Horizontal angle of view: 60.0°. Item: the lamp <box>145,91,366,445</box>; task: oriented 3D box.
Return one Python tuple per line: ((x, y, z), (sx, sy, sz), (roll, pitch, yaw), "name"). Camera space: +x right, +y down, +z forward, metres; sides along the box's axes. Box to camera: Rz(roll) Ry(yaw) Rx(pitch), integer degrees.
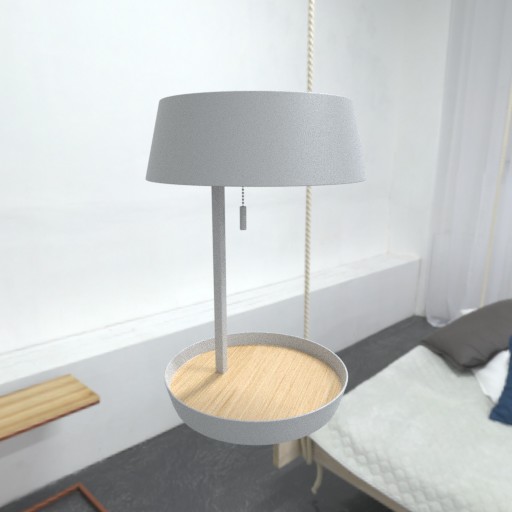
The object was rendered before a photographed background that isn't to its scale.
((0.000, 0.000, 0.625), (0.291, 0.429, 0.291), (0, 14, 0), "lamp")
